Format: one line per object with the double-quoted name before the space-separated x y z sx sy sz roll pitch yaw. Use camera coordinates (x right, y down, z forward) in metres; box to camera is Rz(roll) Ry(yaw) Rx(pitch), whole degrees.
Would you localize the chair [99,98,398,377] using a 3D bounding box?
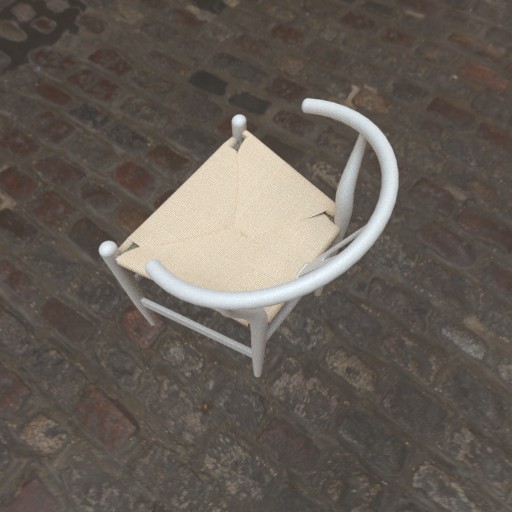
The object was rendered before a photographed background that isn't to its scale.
"chair" 0.000 0.000 1.111 0.500 0.736 0.533 34 68 16
